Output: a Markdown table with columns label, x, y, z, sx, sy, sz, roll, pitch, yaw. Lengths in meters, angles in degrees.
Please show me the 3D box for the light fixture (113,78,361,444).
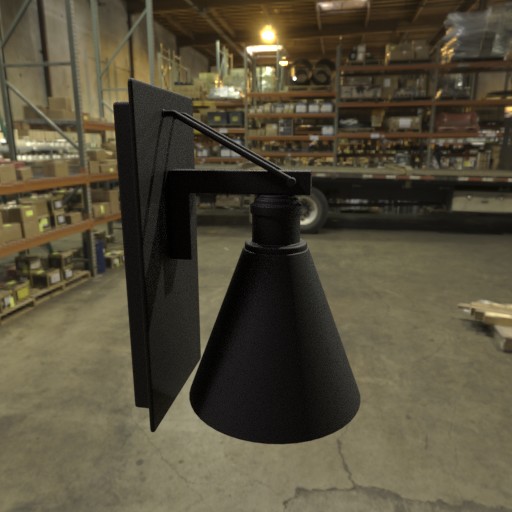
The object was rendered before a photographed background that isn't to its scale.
| label | x | y | z | sx | sy | sz | roll | pitch | yaw |
| --- | --- | --- | --- | --- | --- | --- | --- | --- | --- |
| light fixture | 0.000 | 0.000 | 0.418 | 0.207 | 0.298 | 0.170 | 2 | 14 | 9 |
